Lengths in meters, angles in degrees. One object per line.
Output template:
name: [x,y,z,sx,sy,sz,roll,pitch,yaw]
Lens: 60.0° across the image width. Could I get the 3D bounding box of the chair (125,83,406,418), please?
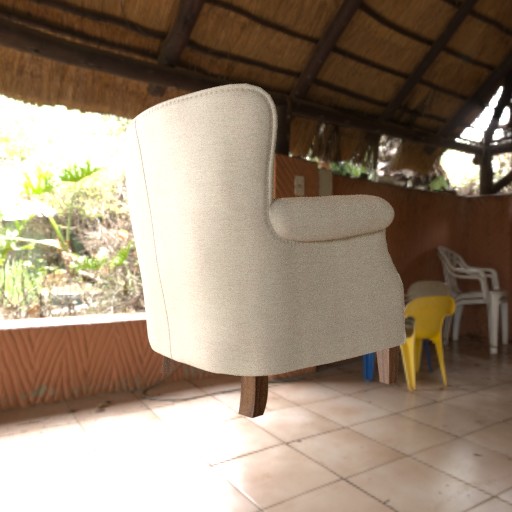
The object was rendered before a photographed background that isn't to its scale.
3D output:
chair: [0.000,0.000,1.658,0.921,0.936,0.861,0,0,-34]
